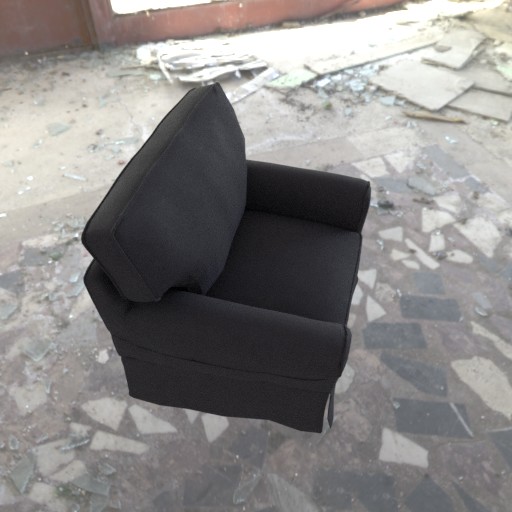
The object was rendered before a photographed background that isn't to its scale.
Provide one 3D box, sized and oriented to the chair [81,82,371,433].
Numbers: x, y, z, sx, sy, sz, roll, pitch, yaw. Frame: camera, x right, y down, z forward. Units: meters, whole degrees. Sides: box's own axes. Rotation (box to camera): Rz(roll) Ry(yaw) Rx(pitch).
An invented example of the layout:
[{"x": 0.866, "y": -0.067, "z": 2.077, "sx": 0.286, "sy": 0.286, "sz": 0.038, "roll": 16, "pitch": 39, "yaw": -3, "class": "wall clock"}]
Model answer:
[{"x": 0.000, "y": 0.000, "z": 1.999, "sx": 1.002, "sy": 1.140, "sz": 1.119, "roll": 11, "pitch": 48, "yaw": 10, "class": "chair"}]
